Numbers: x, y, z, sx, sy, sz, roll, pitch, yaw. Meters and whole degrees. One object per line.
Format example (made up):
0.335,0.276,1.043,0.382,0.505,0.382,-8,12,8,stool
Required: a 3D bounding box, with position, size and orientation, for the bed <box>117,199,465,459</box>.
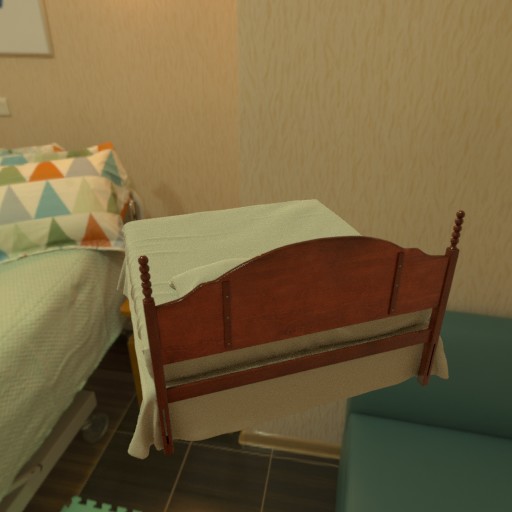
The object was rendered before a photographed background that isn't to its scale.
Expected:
0.000,0.000,3.586,2.322,1.355,2.219,-9,29,-16,bed
